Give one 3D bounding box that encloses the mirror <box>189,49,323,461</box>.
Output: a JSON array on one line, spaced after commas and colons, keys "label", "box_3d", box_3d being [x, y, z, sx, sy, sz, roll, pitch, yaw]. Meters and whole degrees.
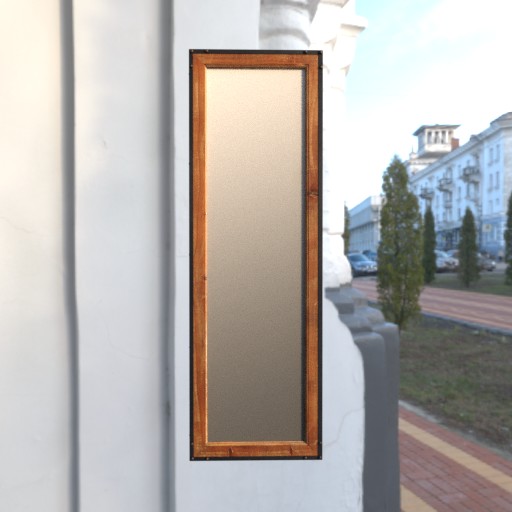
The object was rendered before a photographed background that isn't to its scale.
[{"label": "mirror", "box_3d": [0.000, 0.000, 1.176, 0.354, 1.080, 0.042, 0, 1, -1]}]
